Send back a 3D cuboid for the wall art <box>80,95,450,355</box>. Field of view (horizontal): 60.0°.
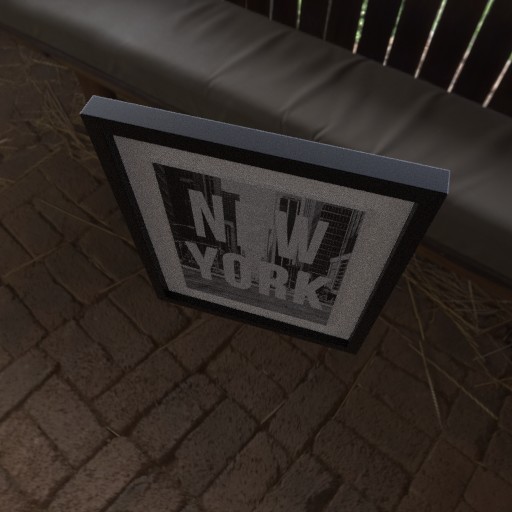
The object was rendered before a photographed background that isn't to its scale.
[{"bbox_3d":[0.000,0.000,0.547,0.328,0.381,0.028,14,59,9],"label":"wall art"}]
